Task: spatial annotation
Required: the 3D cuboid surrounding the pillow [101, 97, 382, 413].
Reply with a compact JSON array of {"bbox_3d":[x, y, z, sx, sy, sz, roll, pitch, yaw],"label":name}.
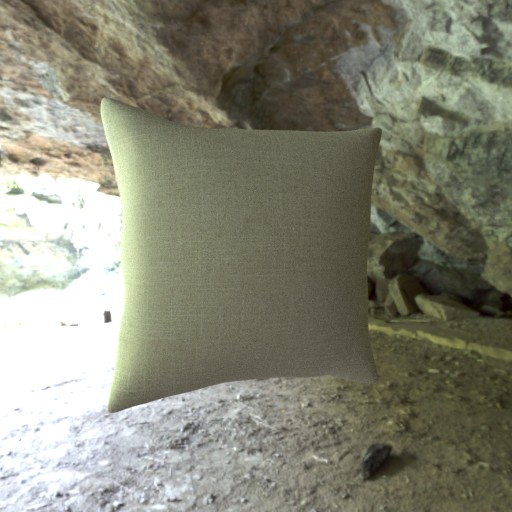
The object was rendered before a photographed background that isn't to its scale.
[{"bbox_3d":[0.000,0.000,0.627,0.414,0.399,0.173,0,0,-19],"label":"pillow"}]
